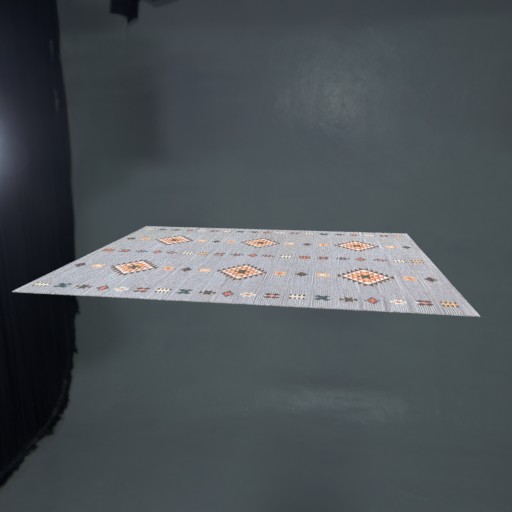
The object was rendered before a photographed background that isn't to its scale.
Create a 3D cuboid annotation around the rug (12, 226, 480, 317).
[{"bbox_3d":[0.000,0.000,3.990,3.035,0.008,2.425,2,15,8],"label":"rug"}]
